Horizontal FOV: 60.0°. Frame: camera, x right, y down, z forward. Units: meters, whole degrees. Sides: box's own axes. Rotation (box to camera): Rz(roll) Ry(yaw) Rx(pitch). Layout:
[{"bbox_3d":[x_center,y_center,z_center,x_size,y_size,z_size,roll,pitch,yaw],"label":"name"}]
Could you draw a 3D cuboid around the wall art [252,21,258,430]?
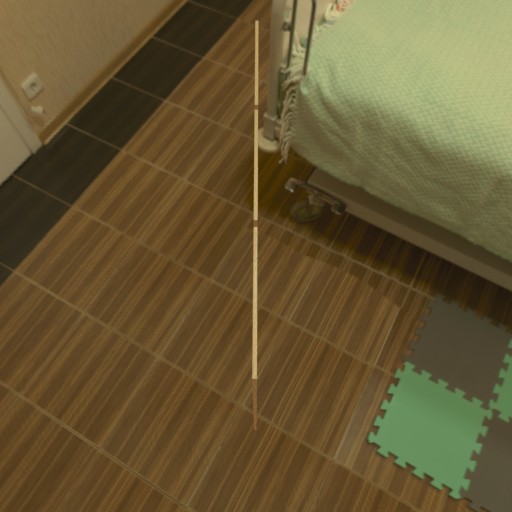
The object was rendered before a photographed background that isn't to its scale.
[{"bbox_3d":[0.000,0.000,2.248,0.014,1.507,1.519,0,63,0],"label":"wall art"}]
